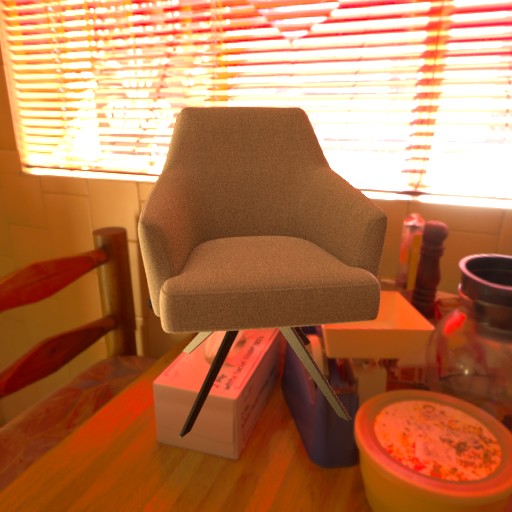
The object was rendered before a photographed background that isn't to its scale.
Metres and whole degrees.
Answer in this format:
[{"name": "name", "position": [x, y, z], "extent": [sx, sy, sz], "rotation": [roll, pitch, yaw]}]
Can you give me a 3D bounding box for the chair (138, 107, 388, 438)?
[{"name": "chair", "position": [0.000, 0.000, 1.351], "extent": [0.642, 0.874, 0.677], "rotation": [-2, 18, -8]}]
